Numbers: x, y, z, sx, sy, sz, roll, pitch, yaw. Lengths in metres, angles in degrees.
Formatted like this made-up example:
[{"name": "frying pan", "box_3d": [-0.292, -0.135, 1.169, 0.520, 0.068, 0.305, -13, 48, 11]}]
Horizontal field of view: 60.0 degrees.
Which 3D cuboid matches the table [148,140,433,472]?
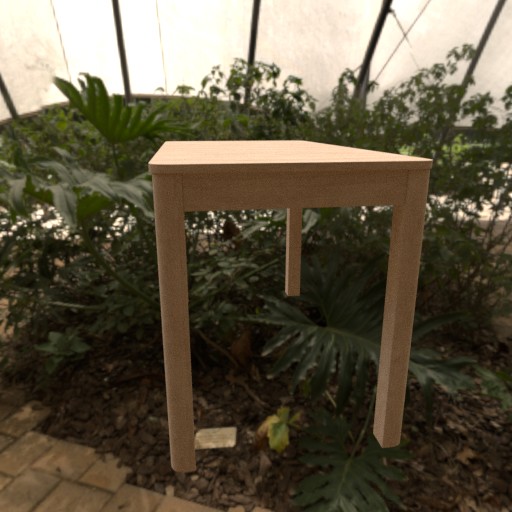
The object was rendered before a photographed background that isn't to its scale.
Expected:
[{"name": "table", "box_3d": [0.000, 0.000, 1.893, 0.750, 0.900, 1.400, -3, 17, -9]}]
